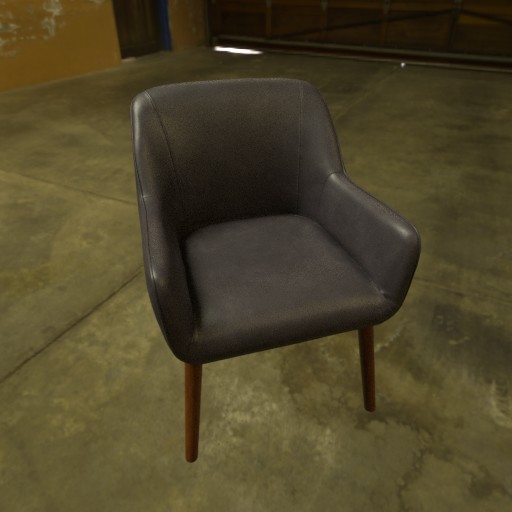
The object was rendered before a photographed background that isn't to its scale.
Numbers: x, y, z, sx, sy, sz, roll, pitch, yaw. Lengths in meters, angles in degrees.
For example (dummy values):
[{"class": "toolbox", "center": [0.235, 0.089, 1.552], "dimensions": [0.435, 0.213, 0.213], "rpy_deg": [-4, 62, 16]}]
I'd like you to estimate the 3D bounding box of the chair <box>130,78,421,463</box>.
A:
[{"class": "chair", "center": [0.000, 0.000, 1.229], "dimensions": [0.610, 0.828, 0.610], "rpy_deg": [-10, 34, -15]}]
